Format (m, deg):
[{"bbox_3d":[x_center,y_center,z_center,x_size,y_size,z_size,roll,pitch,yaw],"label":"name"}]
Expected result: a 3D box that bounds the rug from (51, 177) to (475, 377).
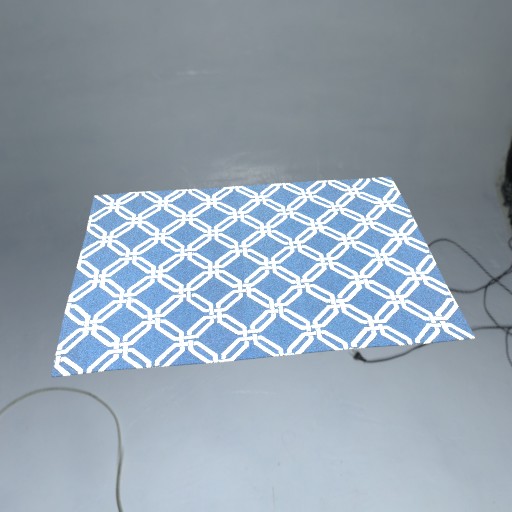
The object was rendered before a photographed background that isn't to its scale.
[{"bbox_3d":[0.000,0.000,2.198,1.755,0.010,1.153,-4,46,-4],"label":"rug"}]
